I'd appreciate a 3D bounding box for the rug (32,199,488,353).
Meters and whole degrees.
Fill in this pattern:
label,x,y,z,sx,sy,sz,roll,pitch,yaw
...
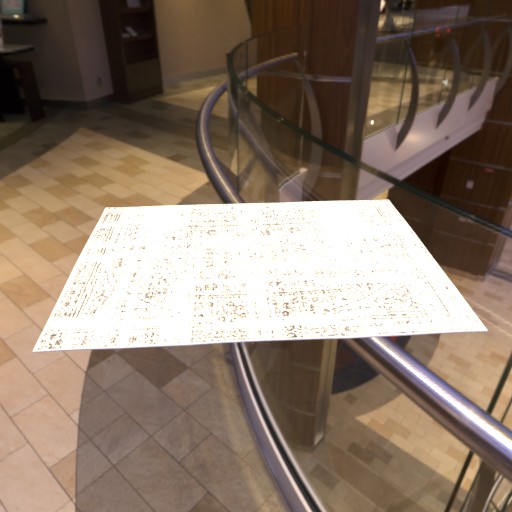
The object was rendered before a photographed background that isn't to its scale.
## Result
label,x,y,z,sx,sy,sz,roll,pitch,yaw
rug,0.000,0.000,3.066,2.438,0.026,1.706,-2,32,-3
